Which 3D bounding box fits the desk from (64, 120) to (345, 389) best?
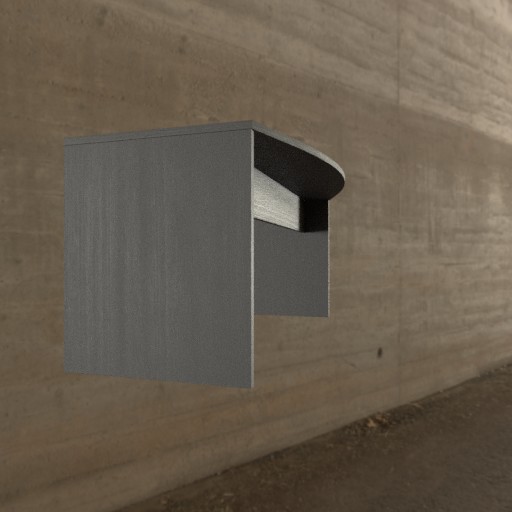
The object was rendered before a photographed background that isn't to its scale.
[{"bbox_3d":[0.000,0.000,2.068,0.802,0.750,1.600,0,0,17],"label":"desk"}]
